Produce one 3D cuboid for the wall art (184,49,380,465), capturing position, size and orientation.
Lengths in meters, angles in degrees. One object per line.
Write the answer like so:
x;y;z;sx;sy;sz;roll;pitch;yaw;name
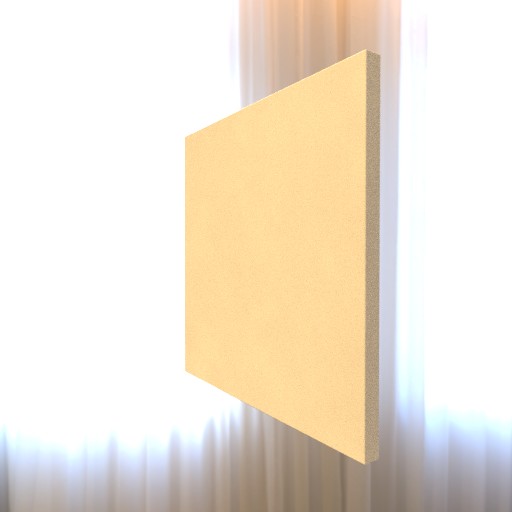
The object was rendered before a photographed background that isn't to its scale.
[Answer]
0.000;0.000;1.135;0.040;0.762;0.762;-1;1;-35;wall art
